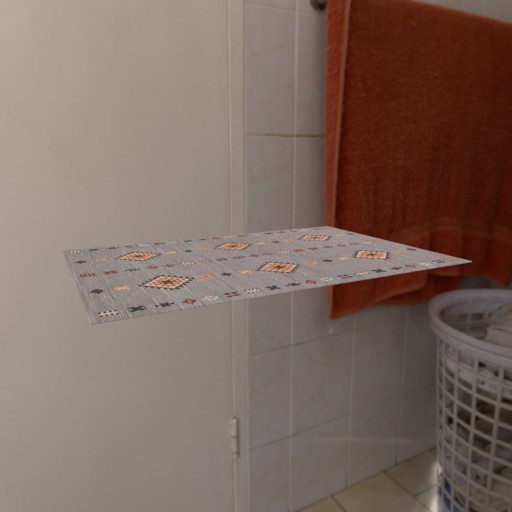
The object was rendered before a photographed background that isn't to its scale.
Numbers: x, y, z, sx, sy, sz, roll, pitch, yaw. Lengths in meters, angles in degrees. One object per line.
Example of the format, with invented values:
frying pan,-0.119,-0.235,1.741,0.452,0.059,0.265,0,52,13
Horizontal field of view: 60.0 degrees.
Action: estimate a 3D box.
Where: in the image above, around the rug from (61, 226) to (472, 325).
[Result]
rug,0.000,0.000,2.350,1.818,0.005,1.217,-7,15,-26
